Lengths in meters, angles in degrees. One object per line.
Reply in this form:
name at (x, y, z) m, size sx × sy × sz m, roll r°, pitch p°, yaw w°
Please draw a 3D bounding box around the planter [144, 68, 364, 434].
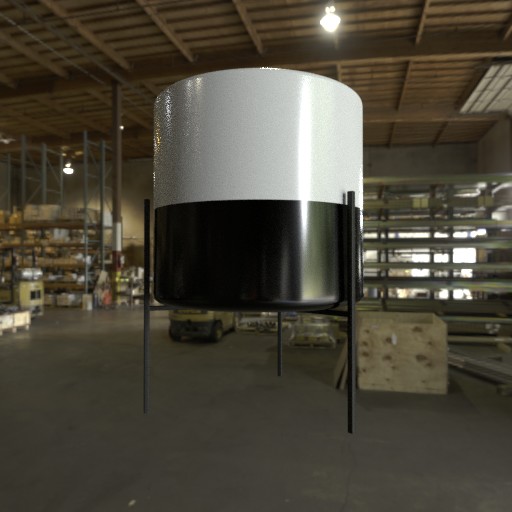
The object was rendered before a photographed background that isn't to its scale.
planter at (0.000, 0.000, 0.657) m, size 0.310 × 0.432 × 0.310 m, roll 0°, pitch -1°, yaw 0°
